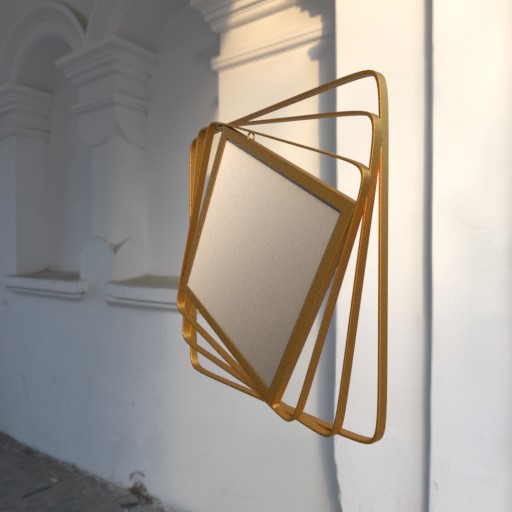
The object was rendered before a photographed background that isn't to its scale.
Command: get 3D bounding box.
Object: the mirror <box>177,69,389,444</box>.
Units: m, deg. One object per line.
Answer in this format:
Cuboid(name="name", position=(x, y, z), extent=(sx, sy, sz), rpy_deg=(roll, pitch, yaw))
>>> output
Cuboid(name="mirror", position=(0.000, 0.000, 0.704), extent=(0.045, 0.468, 0.470), rpy_deg=(-1, 1, -37))
